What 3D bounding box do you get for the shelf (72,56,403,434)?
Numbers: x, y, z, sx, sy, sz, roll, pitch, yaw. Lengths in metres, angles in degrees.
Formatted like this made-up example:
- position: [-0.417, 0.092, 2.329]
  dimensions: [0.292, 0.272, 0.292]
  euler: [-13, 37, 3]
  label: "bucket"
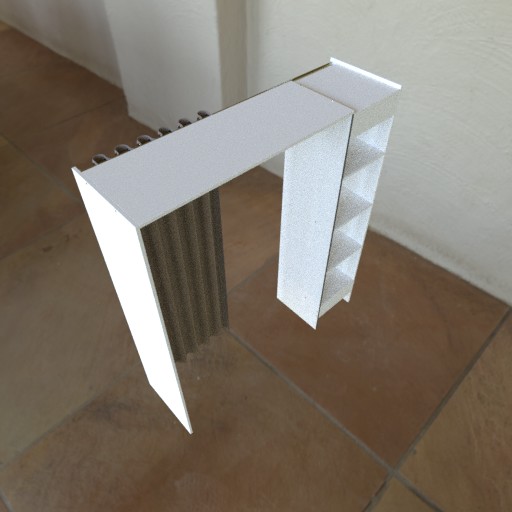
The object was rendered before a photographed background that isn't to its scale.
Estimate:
- position: [0.000, 0.000, 2.700]
  dimensions: [1.600, 1.820, 0.500]
  euler: [-34, 55, -28]
  label: "shelf"
